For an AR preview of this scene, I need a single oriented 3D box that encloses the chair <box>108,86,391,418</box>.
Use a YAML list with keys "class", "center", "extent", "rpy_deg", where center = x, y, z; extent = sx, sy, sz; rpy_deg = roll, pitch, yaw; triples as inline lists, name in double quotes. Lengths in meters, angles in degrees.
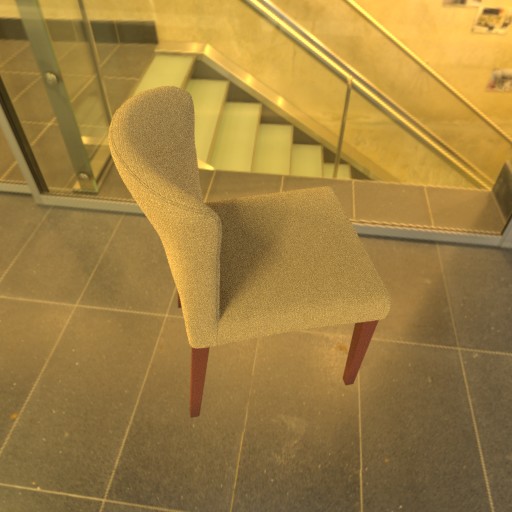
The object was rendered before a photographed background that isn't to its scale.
- class: "chair"
  center: [0.000, 0.000, 1.198]
  extent: [0.589, 0.839, 0.491]
  rpy_deg: [-9, 47, -8]
